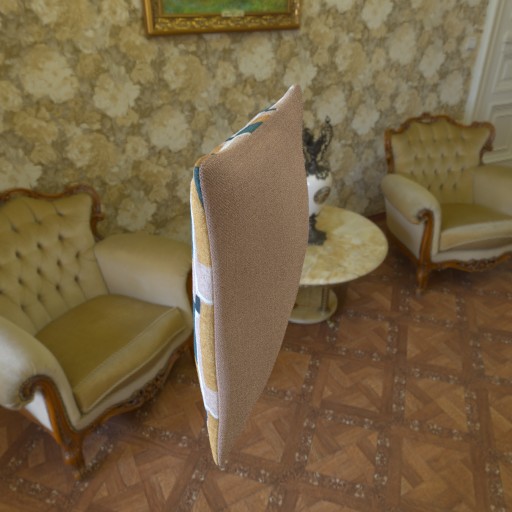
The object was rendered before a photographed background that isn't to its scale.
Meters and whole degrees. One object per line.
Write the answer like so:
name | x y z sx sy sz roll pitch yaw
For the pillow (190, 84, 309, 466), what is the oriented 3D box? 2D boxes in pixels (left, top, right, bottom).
pillow | 0.000 0.000 0.747 0.158 0.479 0.478 8 31 14
